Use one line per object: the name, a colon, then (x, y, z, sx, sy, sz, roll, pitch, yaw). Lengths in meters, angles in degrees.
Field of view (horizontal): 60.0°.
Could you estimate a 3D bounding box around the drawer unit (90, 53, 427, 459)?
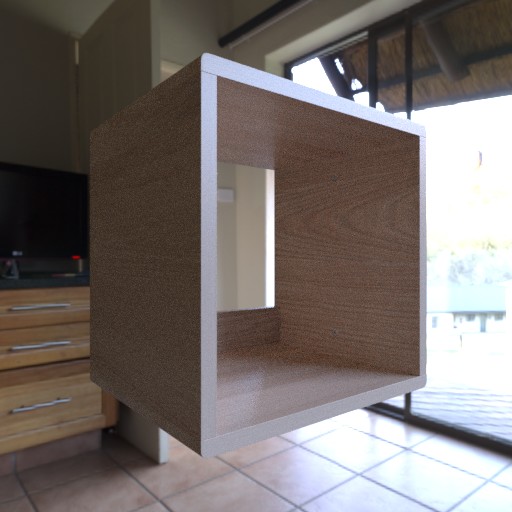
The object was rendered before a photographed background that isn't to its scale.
drawer unit: (0.000, 0.000, 0.592, 0.344, 0.344, 0.290, 0, 0, -38)
